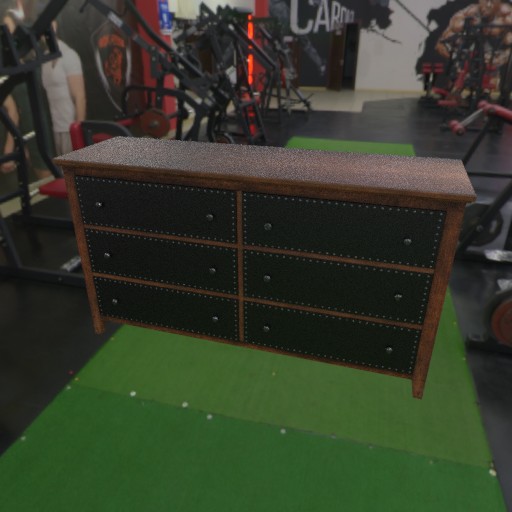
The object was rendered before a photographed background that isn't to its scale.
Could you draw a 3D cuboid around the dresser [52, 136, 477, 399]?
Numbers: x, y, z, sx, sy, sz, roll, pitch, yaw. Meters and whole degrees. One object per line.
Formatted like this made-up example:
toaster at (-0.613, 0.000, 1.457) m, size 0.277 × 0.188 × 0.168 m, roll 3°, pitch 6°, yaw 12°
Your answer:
dresser at (0.000, 0.000, 1.938) m, size 1.551 × 0.856 × 0.463 m, roll 8°, pitch 28°, yaw 15°
